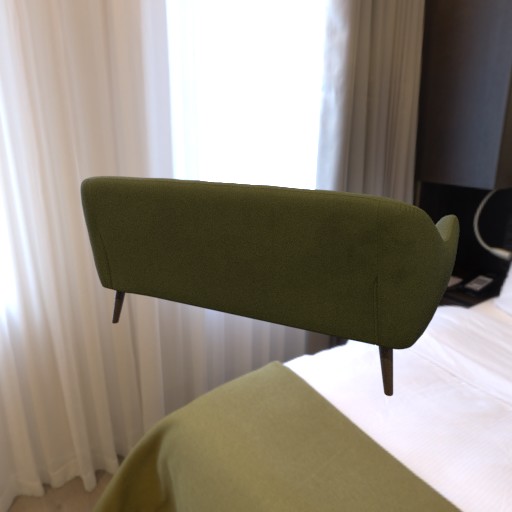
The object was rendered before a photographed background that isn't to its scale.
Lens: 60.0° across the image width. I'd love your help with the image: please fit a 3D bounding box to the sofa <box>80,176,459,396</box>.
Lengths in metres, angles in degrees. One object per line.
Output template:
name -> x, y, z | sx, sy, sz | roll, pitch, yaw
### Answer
sofa -> 0.000, 0.000, 2.262 | 1.840, 0.836, 0.820 | 8, 18, 26
